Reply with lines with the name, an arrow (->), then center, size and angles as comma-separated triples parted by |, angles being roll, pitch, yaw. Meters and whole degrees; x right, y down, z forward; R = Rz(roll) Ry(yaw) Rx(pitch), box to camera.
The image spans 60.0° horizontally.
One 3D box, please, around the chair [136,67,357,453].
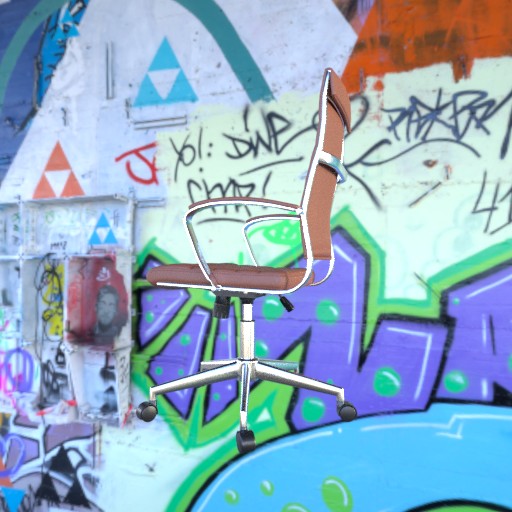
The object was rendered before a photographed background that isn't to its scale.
chair -> 0.000, 0.000, 1.653 | 0.739, 1.149, 0.766 | 0, -1, 18
